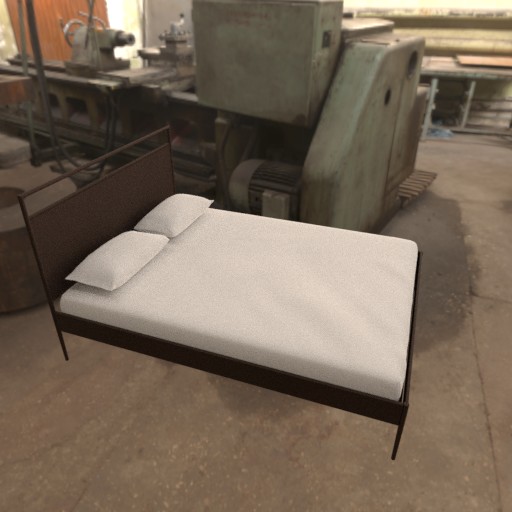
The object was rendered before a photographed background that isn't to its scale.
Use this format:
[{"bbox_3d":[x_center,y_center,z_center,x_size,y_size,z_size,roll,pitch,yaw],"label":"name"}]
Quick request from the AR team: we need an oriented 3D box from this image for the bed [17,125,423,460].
[{"bbox_3d":[0.000,0.000,2.954,2.122,1.173,1.572,11,32,17],"label":"bed"}]
